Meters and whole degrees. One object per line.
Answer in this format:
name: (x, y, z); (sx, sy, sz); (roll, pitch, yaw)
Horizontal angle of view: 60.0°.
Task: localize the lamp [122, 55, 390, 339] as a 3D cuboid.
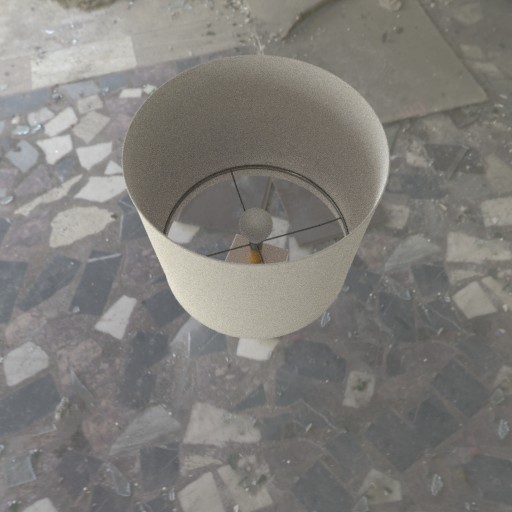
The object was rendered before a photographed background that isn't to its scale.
lamp: (0.000, 0.000, 0.566); (0.229, 0.417, 0.229); (17, 64, 9)
